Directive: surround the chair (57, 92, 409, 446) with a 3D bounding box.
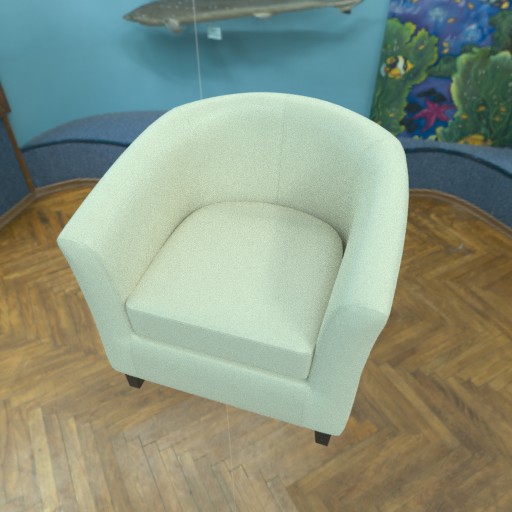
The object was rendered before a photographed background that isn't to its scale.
[{"bbox_3d":[0.000,0.000,1.362,0.792,0.756,0.727,12,43,13],"label":"chair"}]
